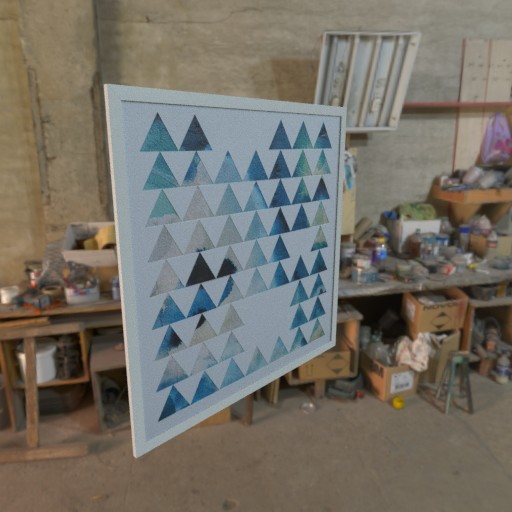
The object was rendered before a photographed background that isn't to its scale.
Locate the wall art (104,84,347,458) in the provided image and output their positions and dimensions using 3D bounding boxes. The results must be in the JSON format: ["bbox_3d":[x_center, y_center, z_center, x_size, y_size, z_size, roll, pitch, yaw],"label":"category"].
[{"bbox_3d":[0.000,0.000,1.207,0.012,0.809,0.809,13,20,42],"label":"wall art"}]
